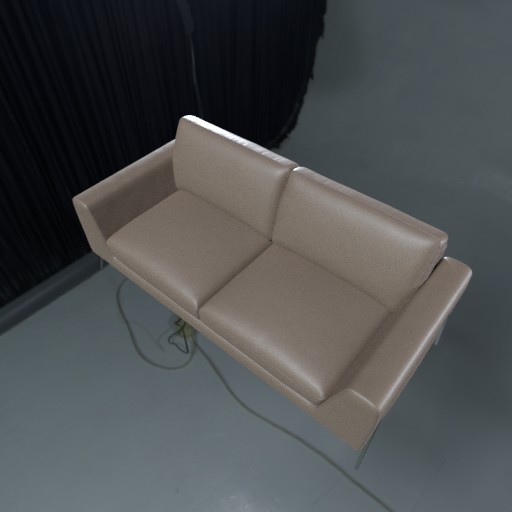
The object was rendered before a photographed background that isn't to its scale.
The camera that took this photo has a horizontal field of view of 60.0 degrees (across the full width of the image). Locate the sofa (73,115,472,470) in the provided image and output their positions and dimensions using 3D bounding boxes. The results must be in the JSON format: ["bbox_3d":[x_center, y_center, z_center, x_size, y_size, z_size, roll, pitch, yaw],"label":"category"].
[{"bbox_3d":[0.000,0.000,2.483,2.017,0.875,0.953,31,54,26],"label":"sofa"}]
